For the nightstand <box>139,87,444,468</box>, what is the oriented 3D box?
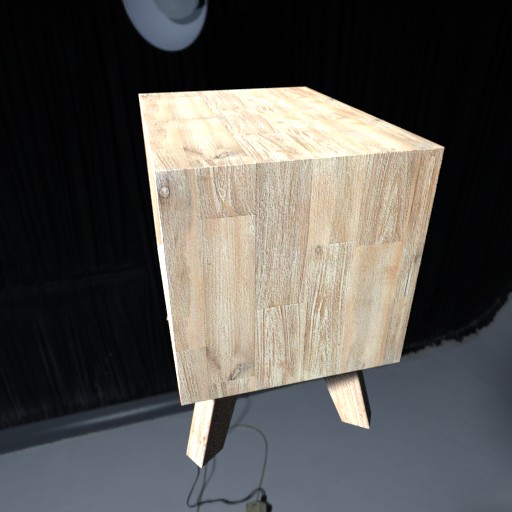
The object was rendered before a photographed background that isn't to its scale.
[{"bbox_3d":[0.000,0.000,0.947,0.396,0.589,0.552,-7,30,-13],"label":"nightstand"}]
